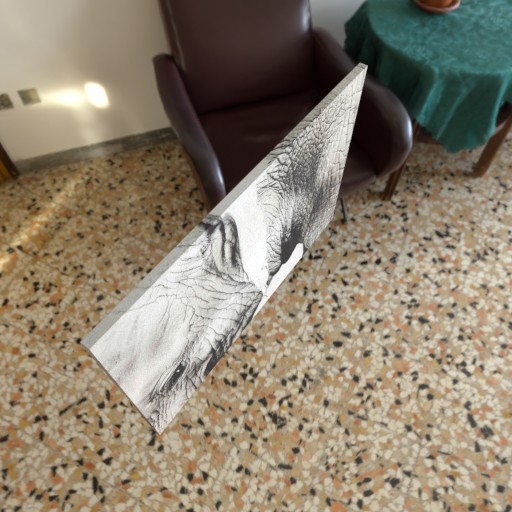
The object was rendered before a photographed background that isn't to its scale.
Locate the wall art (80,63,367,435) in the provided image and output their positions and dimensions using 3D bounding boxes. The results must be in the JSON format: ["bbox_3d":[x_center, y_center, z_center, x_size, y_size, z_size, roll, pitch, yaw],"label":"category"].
[{"bbox_3d":[0.000,0.000,1.148,0.023,0.607,0.914,31,62,19],"label":"wall art"}]
